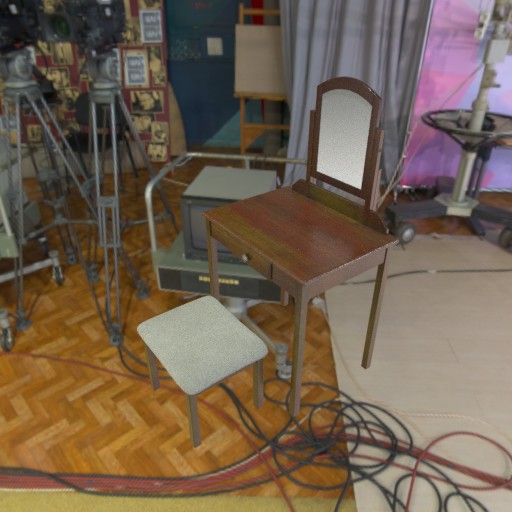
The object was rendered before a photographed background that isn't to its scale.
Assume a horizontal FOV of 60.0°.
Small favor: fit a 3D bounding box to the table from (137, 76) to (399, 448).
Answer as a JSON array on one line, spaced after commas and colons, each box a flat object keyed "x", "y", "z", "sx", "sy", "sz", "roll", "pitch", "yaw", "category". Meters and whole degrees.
[{"x": 0.000, "y": 0.000, "z": 2.303, "sx": 1.211, "sy": 1.631, "sz": 0.876, "roll": -21, "pitch": 38, "yaw": -31, "category": "table"}]
